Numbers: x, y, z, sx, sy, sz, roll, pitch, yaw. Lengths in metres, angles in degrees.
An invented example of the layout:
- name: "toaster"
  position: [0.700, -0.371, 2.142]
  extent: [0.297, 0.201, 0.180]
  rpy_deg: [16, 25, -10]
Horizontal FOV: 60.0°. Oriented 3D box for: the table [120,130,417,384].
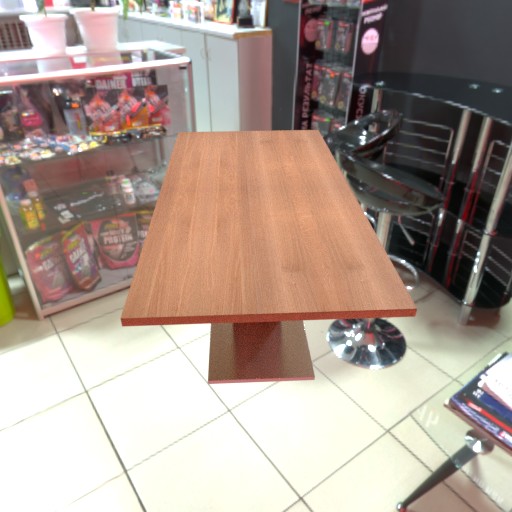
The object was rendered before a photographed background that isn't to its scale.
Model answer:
- name: "table"
  position: [0.000, 0.000, 2.298]
  extent: [0.900, 0.750, 1.800]
  rpy_deg: [-2, 33, -2]
